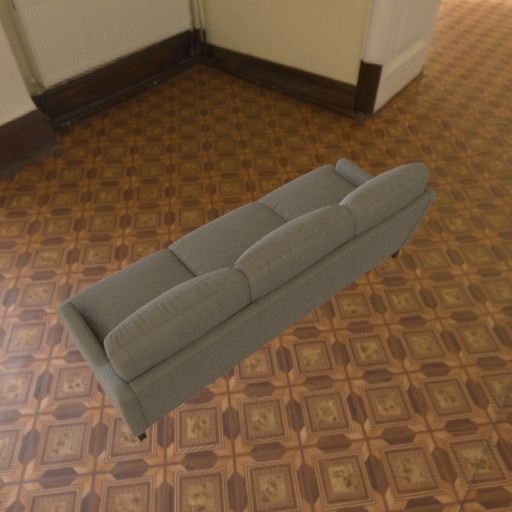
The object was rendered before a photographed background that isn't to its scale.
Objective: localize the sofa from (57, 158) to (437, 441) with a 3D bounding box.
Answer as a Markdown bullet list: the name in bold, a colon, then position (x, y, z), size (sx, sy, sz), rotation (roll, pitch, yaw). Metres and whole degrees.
- **sofa**: position (0.000, 0.000, 2.859), size (2.344, 0.926, 0.987), rotation (-31, 53, -26)
